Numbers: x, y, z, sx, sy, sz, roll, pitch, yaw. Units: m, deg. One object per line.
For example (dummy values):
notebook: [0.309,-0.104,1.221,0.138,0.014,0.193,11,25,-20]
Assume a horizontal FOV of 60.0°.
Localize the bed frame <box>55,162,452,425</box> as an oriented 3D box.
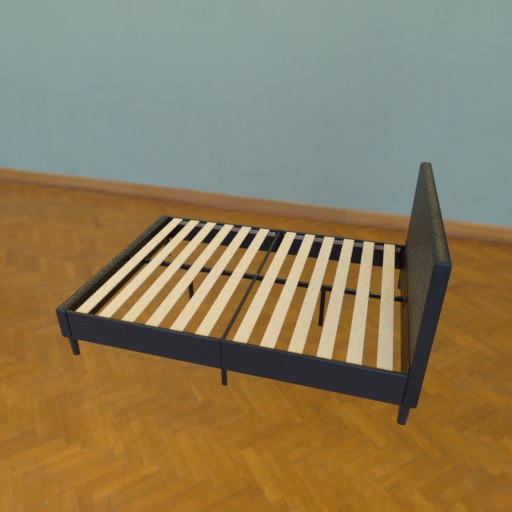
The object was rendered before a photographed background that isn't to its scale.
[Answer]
bed frame: [0.000,0.000,3.008,2.152,1.046,1.469,8,30,14]
